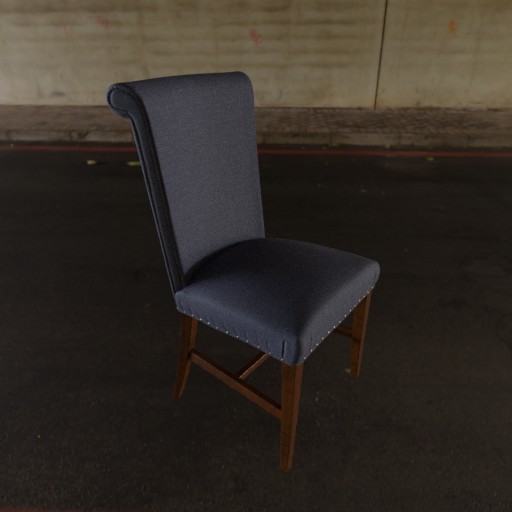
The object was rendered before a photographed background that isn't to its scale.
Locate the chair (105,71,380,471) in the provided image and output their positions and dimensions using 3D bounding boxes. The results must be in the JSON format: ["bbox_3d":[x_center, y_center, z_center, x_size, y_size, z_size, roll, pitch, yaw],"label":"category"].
[{"bbox_3d":[0.000,0.000,1.336,0.608,0.988,0.513,18,32,32],"label":"chair"}]
